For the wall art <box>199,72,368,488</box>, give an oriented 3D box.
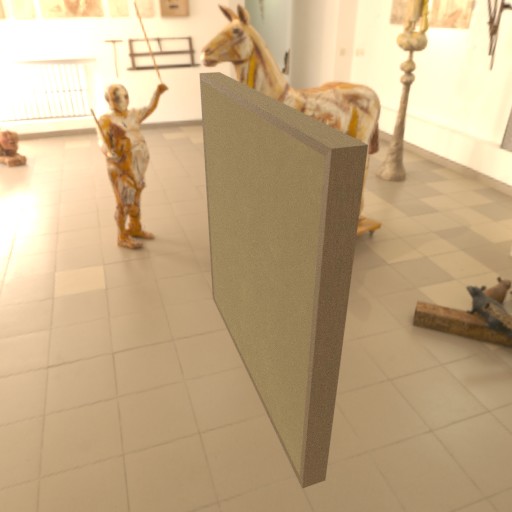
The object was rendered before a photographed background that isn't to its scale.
[{"bbox_3d":[0.000,0.000,0.738,0.038,0.506,0.508,-10,31,-17],"label":"wall art"}]
